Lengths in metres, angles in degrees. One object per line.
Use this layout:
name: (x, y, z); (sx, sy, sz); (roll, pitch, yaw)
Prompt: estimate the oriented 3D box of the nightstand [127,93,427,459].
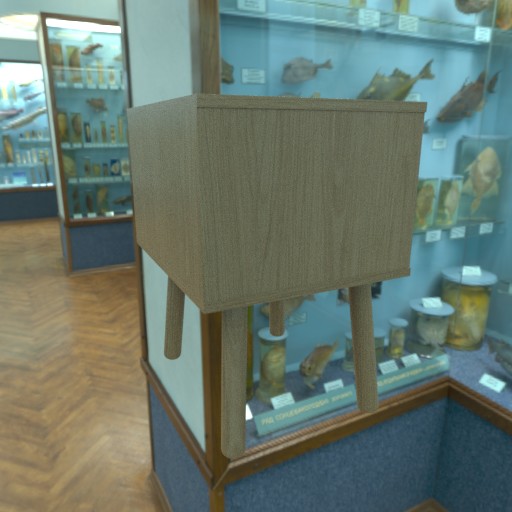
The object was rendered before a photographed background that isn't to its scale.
nightstand: (0.000, 0.000, 0.889); (0.380, 0.571, 0.450); (-8, 18, -25)
